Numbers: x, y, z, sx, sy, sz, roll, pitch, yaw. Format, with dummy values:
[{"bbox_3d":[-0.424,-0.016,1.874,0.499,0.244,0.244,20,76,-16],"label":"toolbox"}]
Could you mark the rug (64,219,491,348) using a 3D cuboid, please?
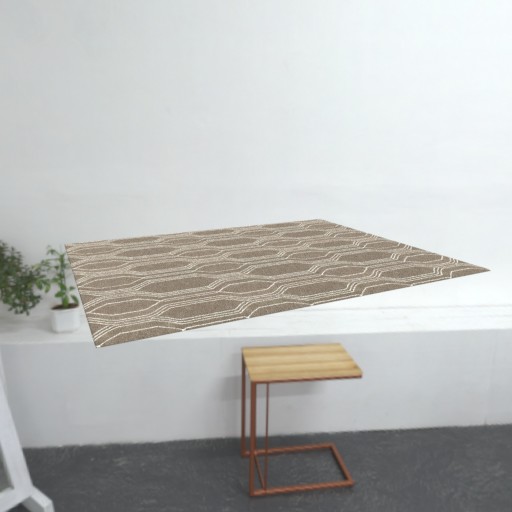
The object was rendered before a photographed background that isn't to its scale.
[{"bbox_3d":[0.000,0.000,4.017,3.062,0.012,2.457,-7,17,-25],"label":"rug"}]
